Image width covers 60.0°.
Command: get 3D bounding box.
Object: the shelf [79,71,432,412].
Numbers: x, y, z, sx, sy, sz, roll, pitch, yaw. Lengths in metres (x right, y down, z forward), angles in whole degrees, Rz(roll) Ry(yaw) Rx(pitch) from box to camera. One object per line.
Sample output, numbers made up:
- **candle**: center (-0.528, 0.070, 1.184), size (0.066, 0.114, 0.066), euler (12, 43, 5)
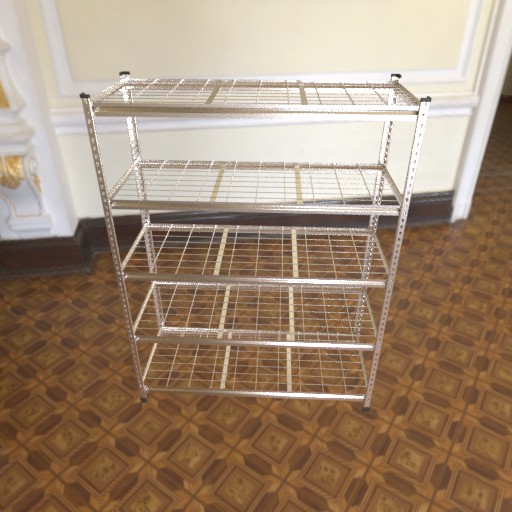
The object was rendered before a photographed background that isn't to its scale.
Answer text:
- **shelf**: center (0.000, 0.000, 2.682), size (1.524, 1.981, 0.610), euler (2, 32, 2)
